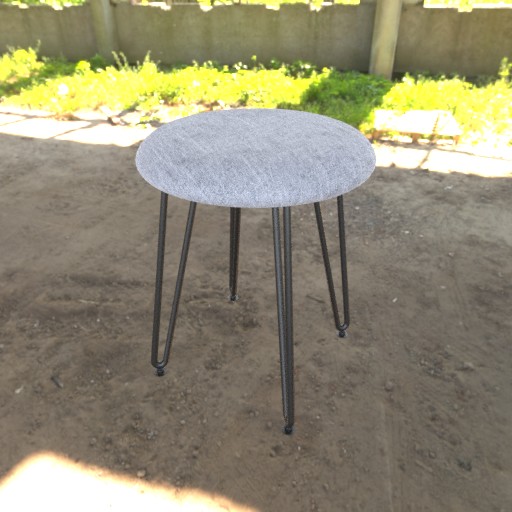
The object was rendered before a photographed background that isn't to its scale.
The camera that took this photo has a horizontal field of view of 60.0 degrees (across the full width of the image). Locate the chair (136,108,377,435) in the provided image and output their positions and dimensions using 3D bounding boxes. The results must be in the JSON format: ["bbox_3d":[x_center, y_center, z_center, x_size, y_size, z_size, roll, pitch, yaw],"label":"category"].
[{"bbox_3d":[0.000,0.000,0.665,0.350,0.386,0.350,-9,32,-14],"label":"chair"}]
